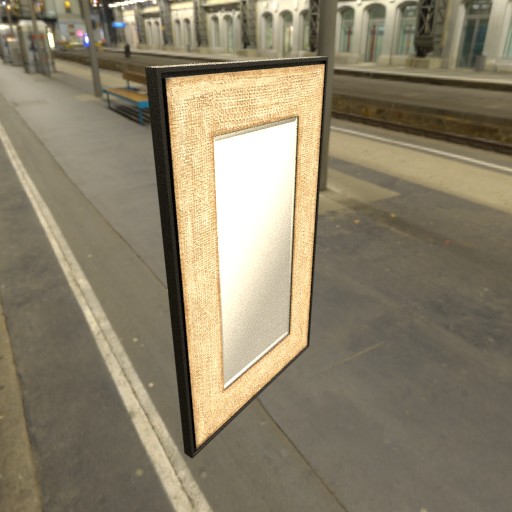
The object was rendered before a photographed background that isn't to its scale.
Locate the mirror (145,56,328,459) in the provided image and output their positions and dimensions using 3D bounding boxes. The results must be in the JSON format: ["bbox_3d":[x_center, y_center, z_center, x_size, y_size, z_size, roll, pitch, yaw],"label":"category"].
[{"bbox_3d":[0.000,0.000,1.510,0.038,1.219,0.762,19,32,33],"label":"mirror"}]
